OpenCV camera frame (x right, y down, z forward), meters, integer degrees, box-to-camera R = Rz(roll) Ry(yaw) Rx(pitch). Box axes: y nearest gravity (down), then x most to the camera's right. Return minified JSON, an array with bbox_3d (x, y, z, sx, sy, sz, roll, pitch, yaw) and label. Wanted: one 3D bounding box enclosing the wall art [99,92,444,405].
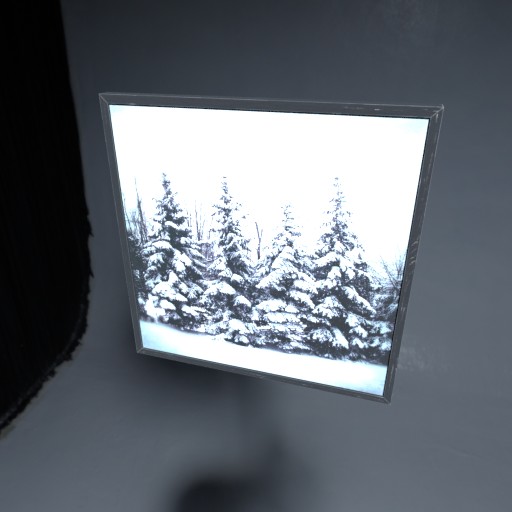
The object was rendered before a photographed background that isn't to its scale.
[{"bbox_3d":[0.000,0.000,1.129,0.761,0.761,0.037,8,27,15],"label":"wall art"}]
